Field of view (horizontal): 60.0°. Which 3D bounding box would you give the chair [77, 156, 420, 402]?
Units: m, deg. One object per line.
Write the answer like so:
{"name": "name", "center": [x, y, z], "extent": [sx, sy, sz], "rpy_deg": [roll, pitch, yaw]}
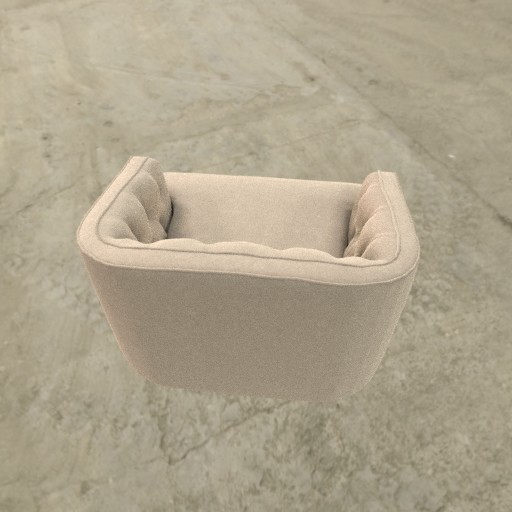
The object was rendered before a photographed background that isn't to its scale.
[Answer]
{"name": "chair", "center": [0.000, 0.000, 1.802], "extent": [1.104, 0.852, 0.941], "rpy_deg": [4, 47, 4]}
